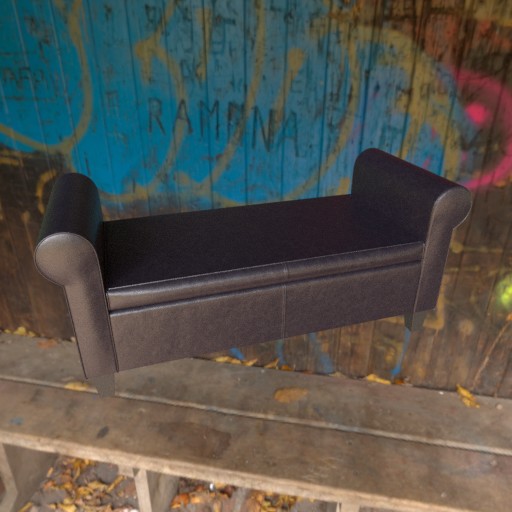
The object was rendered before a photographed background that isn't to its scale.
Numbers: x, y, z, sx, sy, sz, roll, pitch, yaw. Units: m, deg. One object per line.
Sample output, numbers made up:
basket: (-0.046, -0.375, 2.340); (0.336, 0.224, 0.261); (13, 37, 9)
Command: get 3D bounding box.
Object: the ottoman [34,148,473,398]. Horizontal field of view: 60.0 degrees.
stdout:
ottoman: (0.000, 0.000, 1.519); (1.256, 0.547, 0.521); (-8, 29, -15)
